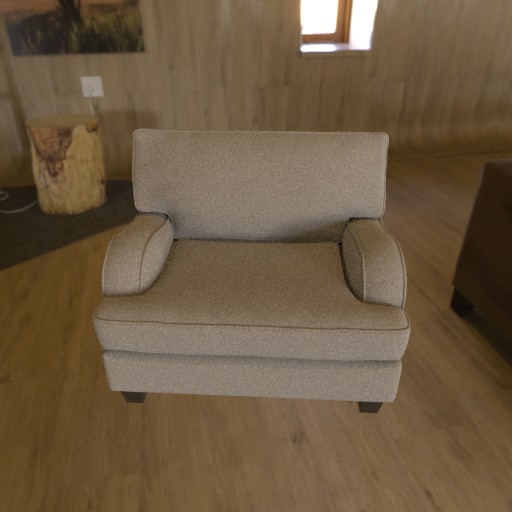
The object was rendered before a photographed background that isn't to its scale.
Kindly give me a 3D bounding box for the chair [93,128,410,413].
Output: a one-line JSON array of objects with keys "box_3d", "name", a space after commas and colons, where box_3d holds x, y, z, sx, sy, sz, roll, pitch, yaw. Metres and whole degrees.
[{"box_3d": [0.000, 0.000, 2.051, 1.220, 1.016, 1.040, 2, 30, 3], "name": "chair"}]
